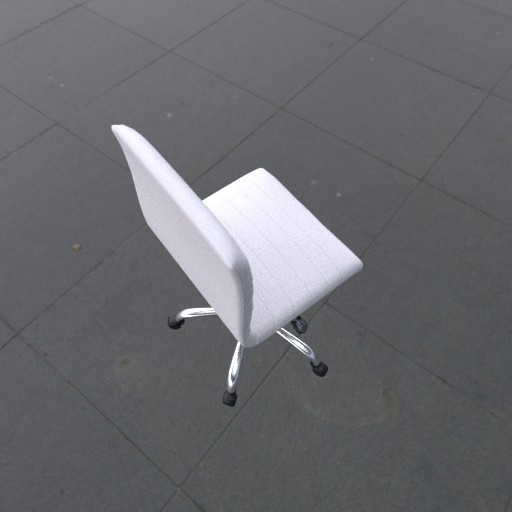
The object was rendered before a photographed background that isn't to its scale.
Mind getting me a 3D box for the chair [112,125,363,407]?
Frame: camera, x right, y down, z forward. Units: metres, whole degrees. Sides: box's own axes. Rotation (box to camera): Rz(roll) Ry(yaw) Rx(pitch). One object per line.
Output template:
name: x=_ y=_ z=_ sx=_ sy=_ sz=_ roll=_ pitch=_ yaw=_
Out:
chair: x=0.000 y=0.000 z=1.069 sx=0.455 sy=0.750 sz=0.520 roll=-32 pitch=62 yaw=-19
